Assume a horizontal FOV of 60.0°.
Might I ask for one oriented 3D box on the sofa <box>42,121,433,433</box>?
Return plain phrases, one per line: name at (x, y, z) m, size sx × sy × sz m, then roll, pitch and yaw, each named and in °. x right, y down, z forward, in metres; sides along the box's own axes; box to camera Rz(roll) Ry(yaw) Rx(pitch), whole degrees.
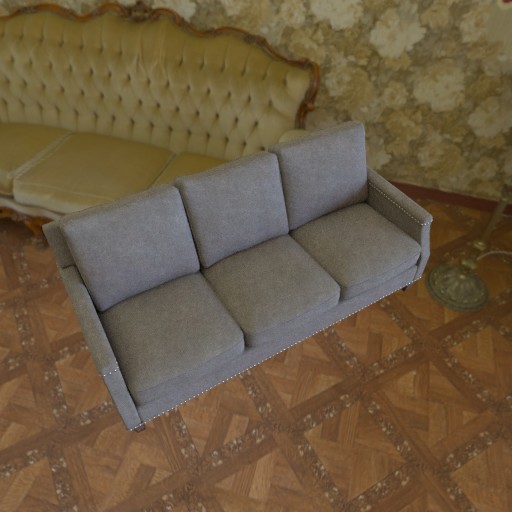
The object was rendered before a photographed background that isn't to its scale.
sofa at (0.000, 0.000, 2.842) m, size 2.226 × 1.042 × 1.034 m, roll -23°, pitch 51°, yaw -21°
